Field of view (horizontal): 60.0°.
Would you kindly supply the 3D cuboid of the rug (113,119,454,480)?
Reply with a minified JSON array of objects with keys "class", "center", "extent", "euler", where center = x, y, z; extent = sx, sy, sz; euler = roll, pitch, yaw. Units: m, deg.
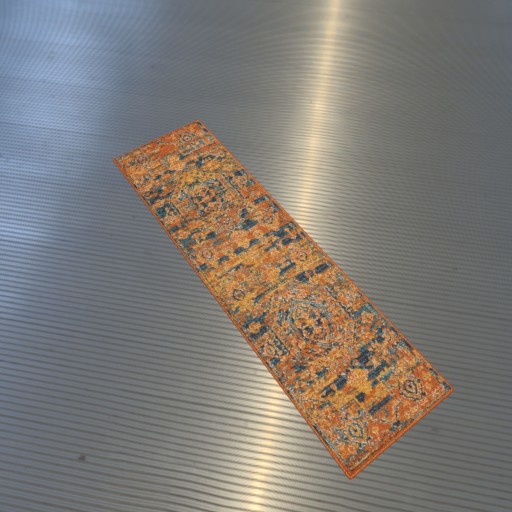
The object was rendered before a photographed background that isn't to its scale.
[{"class":"rug","center":[0.000,0.000,2.454],"extent":[0.651,0.016,2.274],"euler":[-31,63,-18]}]
